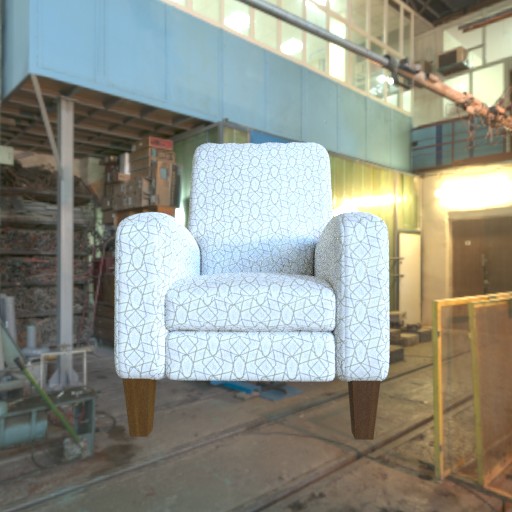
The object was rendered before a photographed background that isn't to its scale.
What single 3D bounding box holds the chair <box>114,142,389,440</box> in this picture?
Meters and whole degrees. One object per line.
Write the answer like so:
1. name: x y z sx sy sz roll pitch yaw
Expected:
1. chair: 0.000 0.000 1.748 0.796 1.064 0.995 0 0 2
